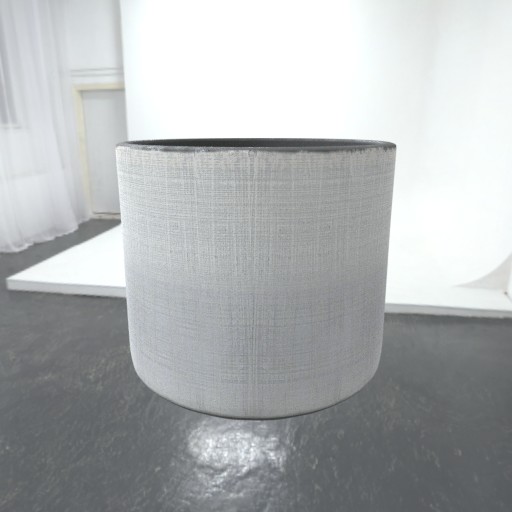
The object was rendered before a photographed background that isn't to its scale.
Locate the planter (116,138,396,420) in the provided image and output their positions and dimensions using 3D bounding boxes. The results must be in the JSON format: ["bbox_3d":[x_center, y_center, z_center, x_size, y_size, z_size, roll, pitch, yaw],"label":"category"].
[{"bbox_3d":[0.000,0.000,0.440,0.254,0.221,0.254,0,16,0],"label":"planter"}]
